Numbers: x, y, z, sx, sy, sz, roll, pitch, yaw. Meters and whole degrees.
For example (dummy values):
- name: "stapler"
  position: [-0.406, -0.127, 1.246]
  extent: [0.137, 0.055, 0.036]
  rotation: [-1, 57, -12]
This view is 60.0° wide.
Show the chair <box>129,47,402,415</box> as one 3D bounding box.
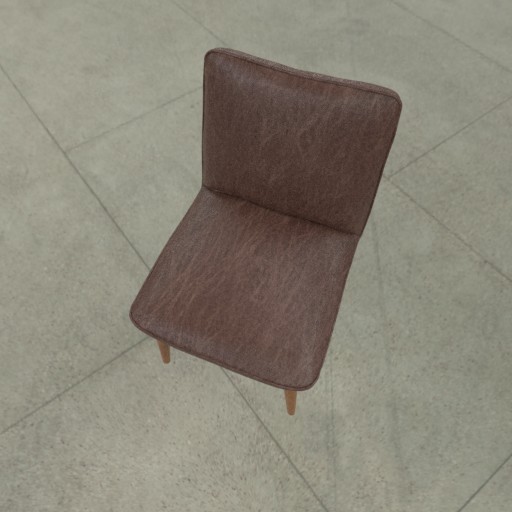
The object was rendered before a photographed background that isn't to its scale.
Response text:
- name: "chair"
  position: [0.000, 0.000, 1.221]
  extent: [0.543, 0.803, 0.645]
  rotation: [15, 59, 9]
